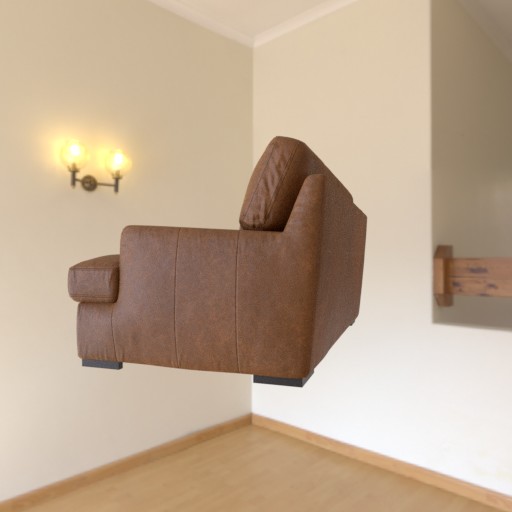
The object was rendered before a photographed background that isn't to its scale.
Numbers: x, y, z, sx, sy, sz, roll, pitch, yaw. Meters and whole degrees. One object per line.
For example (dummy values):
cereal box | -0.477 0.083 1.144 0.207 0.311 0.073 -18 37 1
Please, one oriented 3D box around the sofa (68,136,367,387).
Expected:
sofa | 0.000 0.000 2.602 1.144 0.966 1.880 0 0 19
